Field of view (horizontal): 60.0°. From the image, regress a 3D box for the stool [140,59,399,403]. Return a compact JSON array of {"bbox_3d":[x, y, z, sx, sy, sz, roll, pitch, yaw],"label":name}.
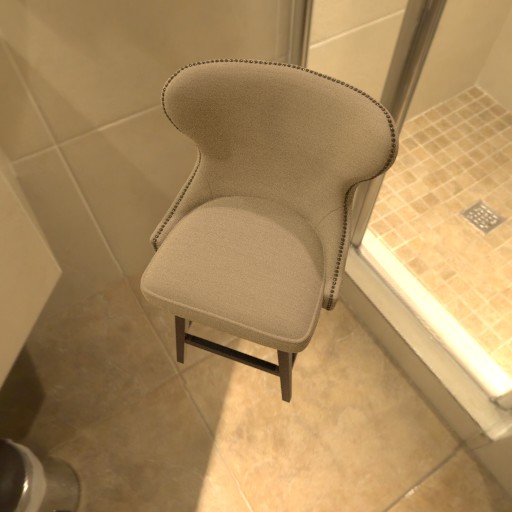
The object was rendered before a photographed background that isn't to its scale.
[{"bbox_3d":[0.000,0.000,1.386,0.615,0.972,0.597,17,59,11],"label":"stool"}]
